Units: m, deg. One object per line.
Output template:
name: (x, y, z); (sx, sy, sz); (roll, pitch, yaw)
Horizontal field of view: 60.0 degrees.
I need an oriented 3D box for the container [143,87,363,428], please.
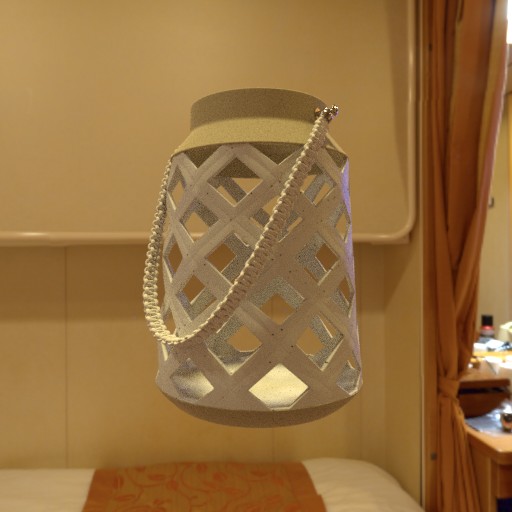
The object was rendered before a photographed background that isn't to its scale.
container: (0.000, 0.000, 0.404); (0.188, 0.264, 0.198); (0, 1, 36)
